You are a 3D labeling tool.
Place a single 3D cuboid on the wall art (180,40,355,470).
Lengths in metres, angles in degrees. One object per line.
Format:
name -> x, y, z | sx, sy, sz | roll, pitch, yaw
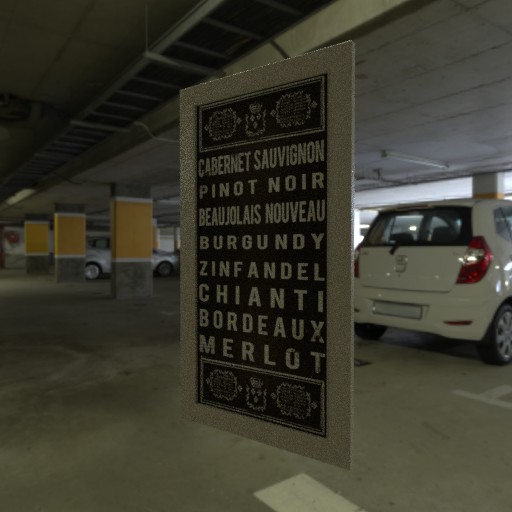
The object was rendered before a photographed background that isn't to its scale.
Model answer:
wall art -> 0.000, 0.000, 0.819 | 0.380, 0.683, 0.013 | 1, 1, 36
